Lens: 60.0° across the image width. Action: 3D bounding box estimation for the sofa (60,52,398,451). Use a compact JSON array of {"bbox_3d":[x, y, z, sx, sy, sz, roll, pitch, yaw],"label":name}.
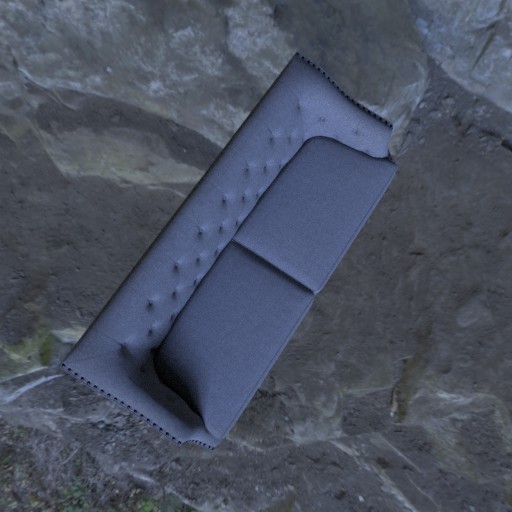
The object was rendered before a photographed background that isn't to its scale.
[{"bbox_3d":[0.000,0.000,2.787,0.914,0.901,2.235,33,79,8],"label":"sofa"}]
